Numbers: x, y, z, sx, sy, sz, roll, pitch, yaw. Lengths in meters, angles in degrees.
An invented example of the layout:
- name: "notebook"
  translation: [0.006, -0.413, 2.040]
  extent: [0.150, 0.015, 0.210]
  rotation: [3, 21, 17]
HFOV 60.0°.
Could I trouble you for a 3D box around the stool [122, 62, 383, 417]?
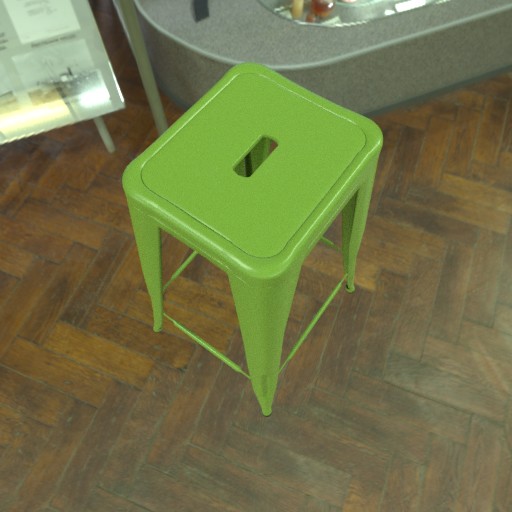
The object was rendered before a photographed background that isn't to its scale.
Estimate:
- name: "stool"
  translation: [0.000, 0.000, 0.858]
  extent: [0.358, 0.609, 0.398]
  rotation: [33, 68, 15]
